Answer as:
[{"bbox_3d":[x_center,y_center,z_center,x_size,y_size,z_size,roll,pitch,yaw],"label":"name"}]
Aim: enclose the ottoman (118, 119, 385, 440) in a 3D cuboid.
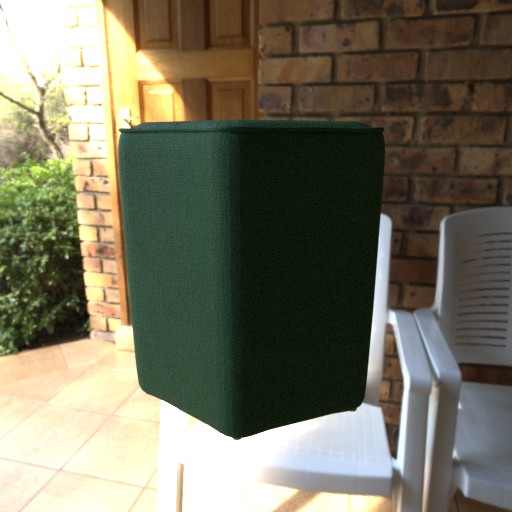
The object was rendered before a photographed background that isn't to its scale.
[{"bbox_3d":[0.000,0.000,0.884,0.444,0.507,0.499,2,15,8],"label":"ottoman"}]
